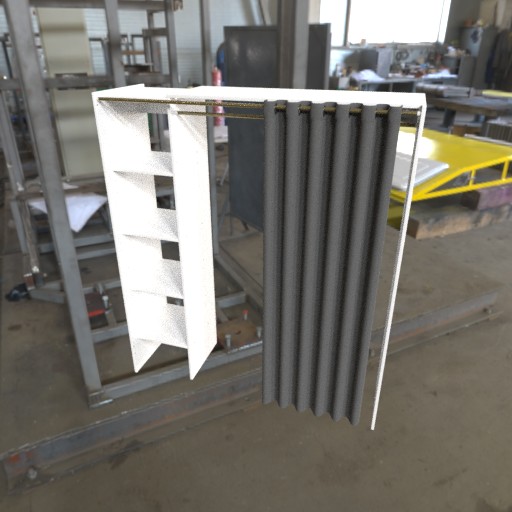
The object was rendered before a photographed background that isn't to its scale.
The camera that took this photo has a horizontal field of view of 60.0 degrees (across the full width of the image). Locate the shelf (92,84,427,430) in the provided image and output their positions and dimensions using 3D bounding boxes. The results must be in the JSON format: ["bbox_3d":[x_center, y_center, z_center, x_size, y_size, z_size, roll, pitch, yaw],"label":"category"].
[{"bbox_3d":[0.000,0.000,2.607,1.600,1.810,0.500,8,28,16],"label":"shelf"}]
